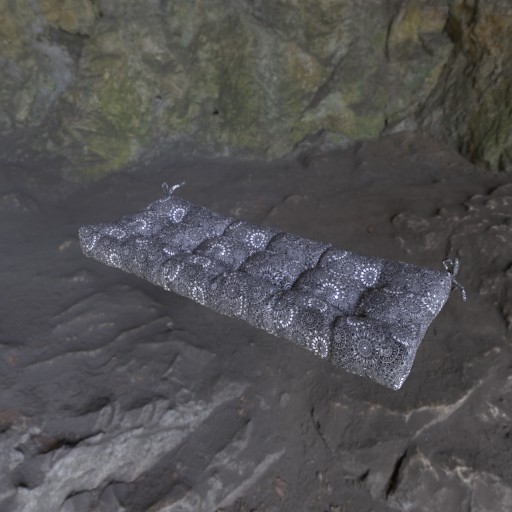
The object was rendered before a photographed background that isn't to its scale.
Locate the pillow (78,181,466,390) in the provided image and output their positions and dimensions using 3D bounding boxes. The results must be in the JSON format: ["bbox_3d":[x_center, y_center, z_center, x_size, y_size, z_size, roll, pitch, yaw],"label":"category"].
[{"bbox_3d":[0.000,0.000,1.399,1.194,0.174,0.511,19,34,30],"label":"pillow"}]
